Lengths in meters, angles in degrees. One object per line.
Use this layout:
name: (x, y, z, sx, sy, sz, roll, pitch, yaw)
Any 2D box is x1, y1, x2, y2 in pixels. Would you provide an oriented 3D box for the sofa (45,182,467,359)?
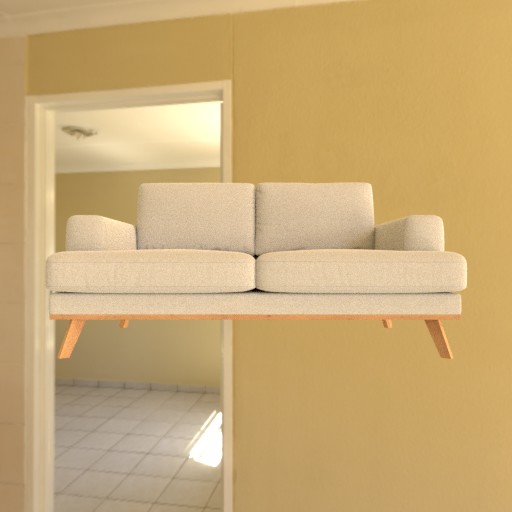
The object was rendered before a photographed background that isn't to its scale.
sofa: (0.000, 0.000, 2.149, 1.651, 0.810, 0.915, 0, 0, 0)
